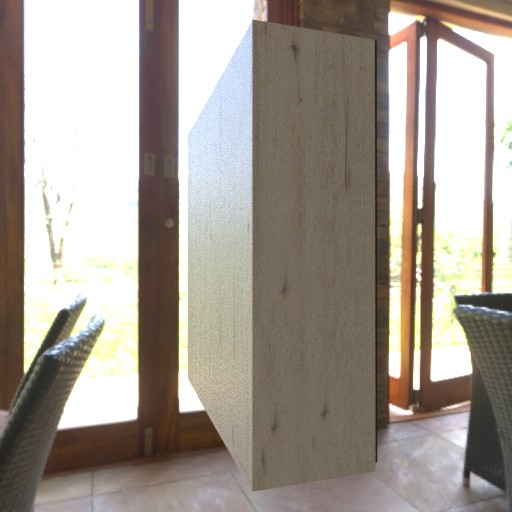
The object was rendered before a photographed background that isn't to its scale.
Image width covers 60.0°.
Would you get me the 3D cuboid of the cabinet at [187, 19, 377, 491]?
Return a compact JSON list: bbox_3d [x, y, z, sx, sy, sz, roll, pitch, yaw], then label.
[{"bbox_3d":[0.000,0.000,3.098,0.660,2.180,2.000,0,0,-17],"label":"cabinet"}]
